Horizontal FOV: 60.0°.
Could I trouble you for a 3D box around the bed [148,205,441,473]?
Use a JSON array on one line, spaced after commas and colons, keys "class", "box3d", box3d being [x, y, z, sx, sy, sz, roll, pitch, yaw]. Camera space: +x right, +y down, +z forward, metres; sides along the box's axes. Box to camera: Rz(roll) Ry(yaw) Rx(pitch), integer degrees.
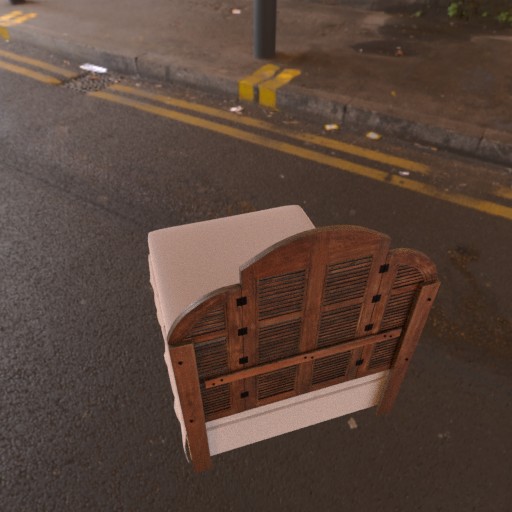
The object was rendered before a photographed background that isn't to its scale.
[{"class": "bed", "box3d": [0.000, 0.000, 3.498, 1.713, 2.019, 2.138, -12, 43, -13]}]
